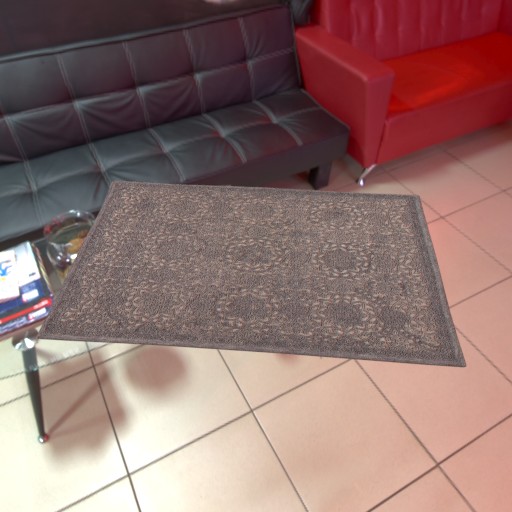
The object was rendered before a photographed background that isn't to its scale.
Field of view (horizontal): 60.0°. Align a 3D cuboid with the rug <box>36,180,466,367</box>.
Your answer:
[{"bbox_3d":[0.000,0.000,3.079,2.498,0.022,1.535,3,47,3],"label":"rug"}]
